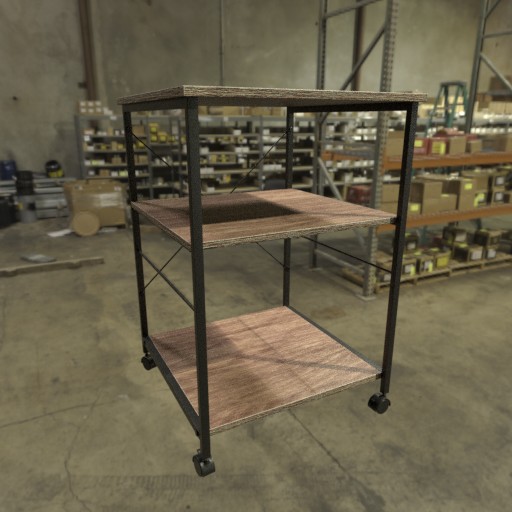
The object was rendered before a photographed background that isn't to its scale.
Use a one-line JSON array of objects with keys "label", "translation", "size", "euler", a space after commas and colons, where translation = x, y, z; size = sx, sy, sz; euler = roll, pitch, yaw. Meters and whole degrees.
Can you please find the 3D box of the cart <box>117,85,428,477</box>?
[{"label": "cart", "translation": [0.000, 0.000, 1.123], "size": [0.521, 0.762, 0.520], "euler": [-9, 19, -26]}]
